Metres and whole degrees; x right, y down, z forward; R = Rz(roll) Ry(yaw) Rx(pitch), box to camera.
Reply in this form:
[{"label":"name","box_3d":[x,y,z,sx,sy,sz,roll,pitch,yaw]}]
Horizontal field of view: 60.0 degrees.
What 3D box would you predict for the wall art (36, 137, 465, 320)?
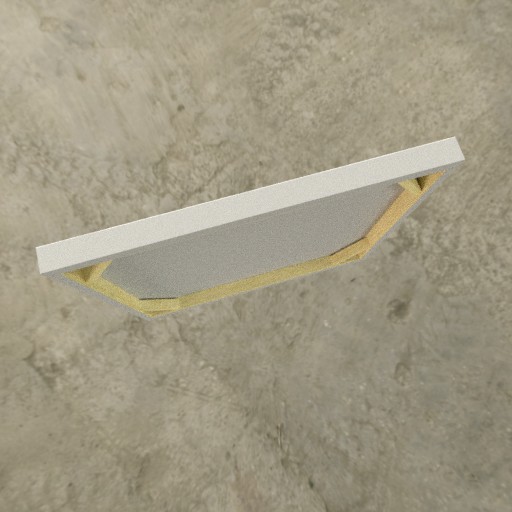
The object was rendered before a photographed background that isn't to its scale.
[{"label":"wall art","box_3d":[0.000,0.000,0.912,0.610,0.610,0.038,-15,76,-4]}]
